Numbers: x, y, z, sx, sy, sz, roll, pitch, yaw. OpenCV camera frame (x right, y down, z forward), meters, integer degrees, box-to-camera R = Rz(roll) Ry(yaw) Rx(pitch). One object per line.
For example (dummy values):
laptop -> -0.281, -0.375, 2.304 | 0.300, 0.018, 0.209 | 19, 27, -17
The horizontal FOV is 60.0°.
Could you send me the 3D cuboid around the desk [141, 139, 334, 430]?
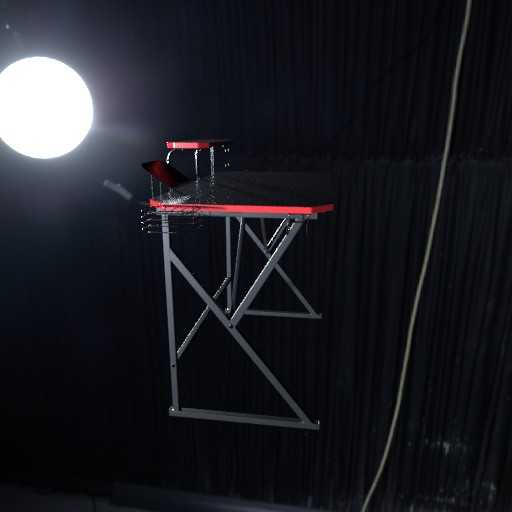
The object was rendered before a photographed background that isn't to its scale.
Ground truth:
desk -> 0.000, 0.000, 1.818 | 0.588, 0.913, 1.280 | 2, 16, 8
